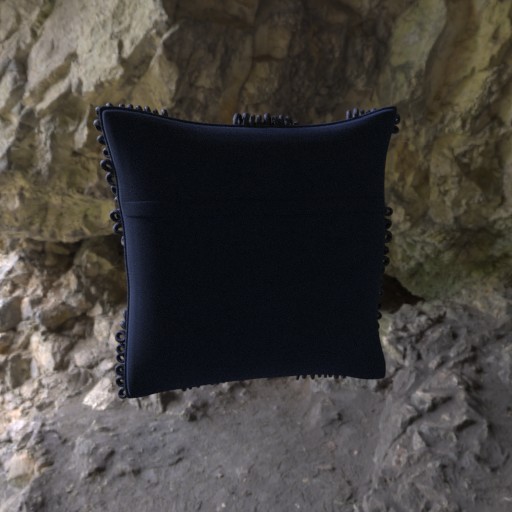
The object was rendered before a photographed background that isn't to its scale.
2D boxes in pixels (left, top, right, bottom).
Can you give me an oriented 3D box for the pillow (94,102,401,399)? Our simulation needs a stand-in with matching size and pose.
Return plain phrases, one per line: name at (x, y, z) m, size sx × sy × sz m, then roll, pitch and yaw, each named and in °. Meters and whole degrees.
pillow at (0.000, 0.000, 0.717) m, size 0.469 × 0.466 × 0.172 m, roll -2°, pitch 14°, yaw -9°
